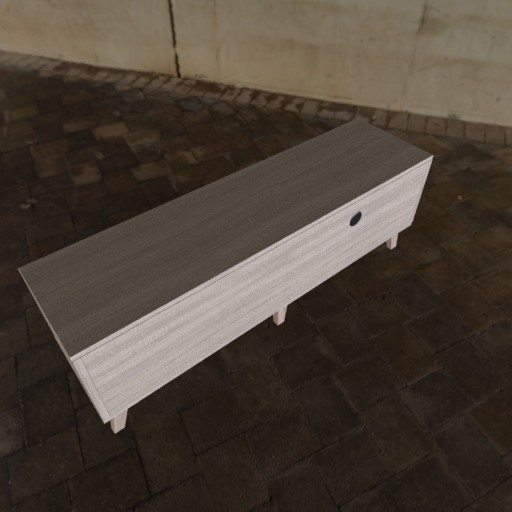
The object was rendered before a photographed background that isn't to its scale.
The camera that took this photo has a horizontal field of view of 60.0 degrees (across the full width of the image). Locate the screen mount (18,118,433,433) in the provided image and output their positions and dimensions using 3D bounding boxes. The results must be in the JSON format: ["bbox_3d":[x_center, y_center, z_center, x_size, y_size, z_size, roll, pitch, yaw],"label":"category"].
[{"bbox_3d":[0.000,0.000,1.722,1.500,0.509,0.401,-29,52,-26],"label":"screen mount"}]
